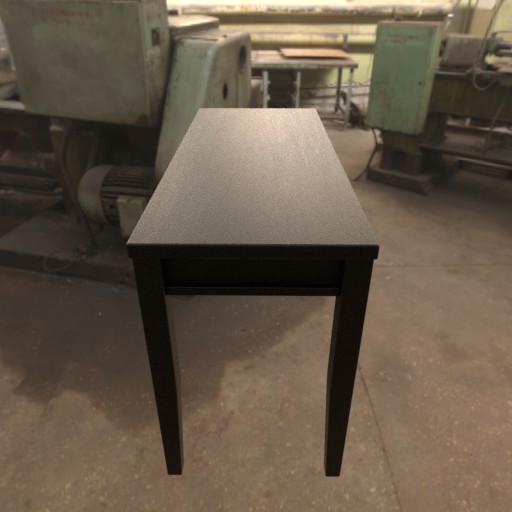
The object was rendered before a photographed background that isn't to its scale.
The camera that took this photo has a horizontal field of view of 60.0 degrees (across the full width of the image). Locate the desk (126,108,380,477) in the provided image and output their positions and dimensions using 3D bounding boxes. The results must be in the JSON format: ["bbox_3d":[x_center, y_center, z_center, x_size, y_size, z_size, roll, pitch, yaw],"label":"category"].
[{"bbox_3d":[0.000,0.000,1.605,0.508,0.775,1.220,0,31,1],"label":"desk"}]
